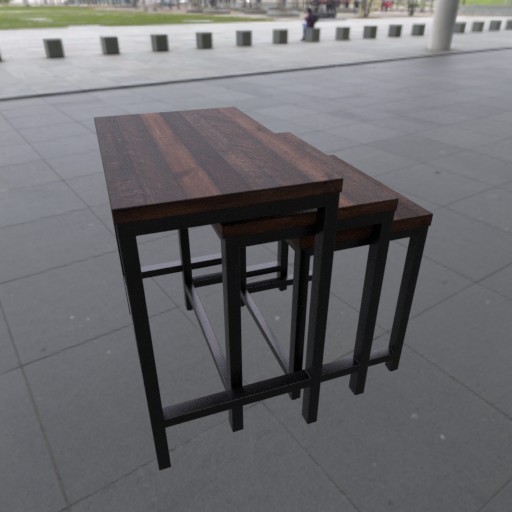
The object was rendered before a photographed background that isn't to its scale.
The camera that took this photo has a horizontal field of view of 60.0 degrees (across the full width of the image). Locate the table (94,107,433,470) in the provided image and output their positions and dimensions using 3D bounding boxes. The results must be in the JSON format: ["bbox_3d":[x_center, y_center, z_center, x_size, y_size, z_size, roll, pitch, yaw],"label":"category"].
[{"bbox_3d":[0.000,0.000,1.133,0.660,0.616,0.608,-10,32,-17],"label":"table"}]
